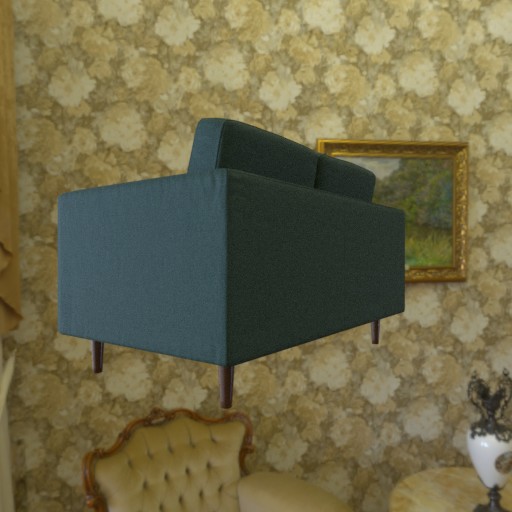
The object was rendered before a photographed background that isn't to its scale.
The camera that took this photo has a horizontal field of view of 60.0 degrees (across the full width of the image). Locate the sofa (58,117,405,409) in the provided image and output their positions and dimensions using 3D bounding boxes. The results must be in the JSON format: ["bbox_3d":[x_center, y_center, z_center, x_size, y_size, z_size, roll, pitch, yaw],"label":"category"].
[{"bbox_3d":[0.000,0.000,1.997,0.879,0.899,1.430,0,0,37],"label":"sofa"}]
